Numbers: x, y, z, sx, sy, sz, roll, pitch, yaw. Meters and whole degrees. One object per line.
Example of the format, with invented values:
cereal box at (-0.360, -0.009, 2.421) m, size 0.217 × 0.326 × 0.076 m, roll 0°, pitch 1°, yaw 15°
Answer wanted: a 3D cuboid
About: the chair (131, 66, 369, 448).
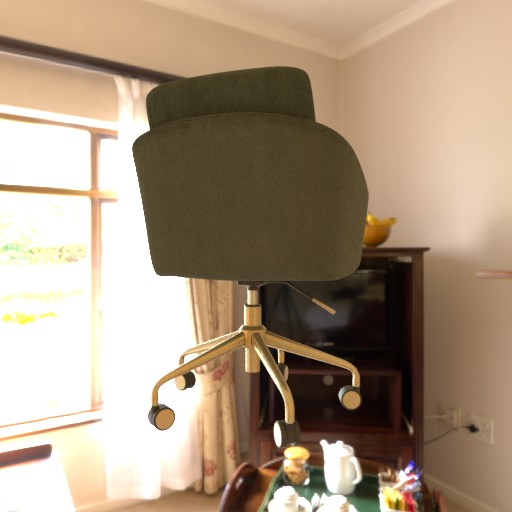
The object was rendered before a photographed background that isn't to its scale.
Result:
chair at (0.000, 0.000, 1.363) m, size 0.641 × 0.908 × 0.635 m, roll 0°, pitch 0°, yaw 19°
